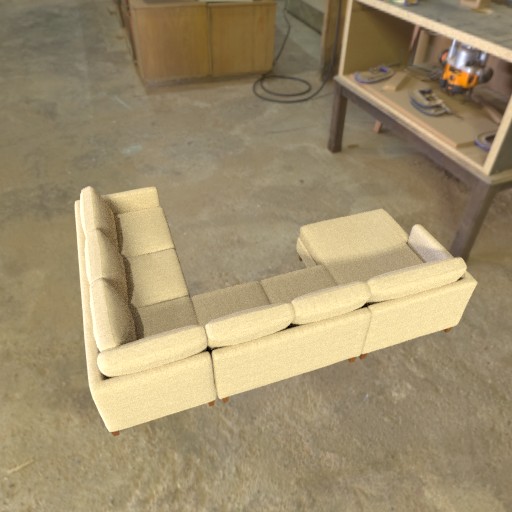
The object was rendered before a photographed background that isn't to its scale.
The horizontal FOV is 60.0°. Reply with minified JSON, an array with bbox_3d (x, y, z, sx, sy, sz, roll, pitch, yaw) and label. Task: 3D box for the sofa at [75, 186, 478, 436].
[{"bbox_3d":[0.000,0.000,4.682,3.460,0.961,2.594,-13,44,-14],"label":"sofa"}]
